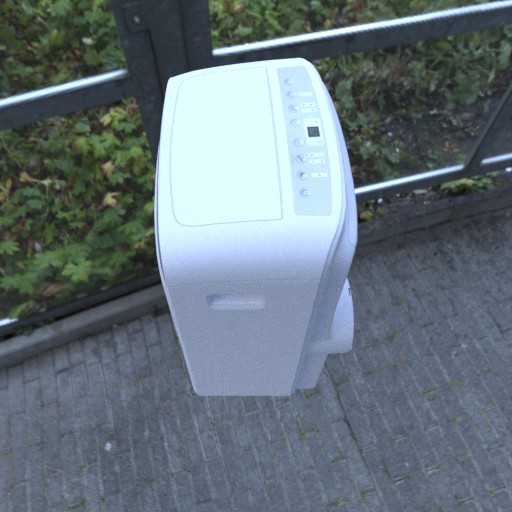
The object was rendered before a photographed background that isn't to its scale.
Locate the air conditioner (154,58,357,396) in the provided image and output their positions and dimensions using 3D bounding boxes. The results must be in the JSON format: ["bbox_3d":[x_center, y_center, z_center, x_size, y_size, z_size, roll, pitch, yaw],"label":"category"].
[{"bbox_3d":[0.000,0.000,0.949,0.365,0.700,0.454,-3,59,-2],"label":"air conditioner"}]
